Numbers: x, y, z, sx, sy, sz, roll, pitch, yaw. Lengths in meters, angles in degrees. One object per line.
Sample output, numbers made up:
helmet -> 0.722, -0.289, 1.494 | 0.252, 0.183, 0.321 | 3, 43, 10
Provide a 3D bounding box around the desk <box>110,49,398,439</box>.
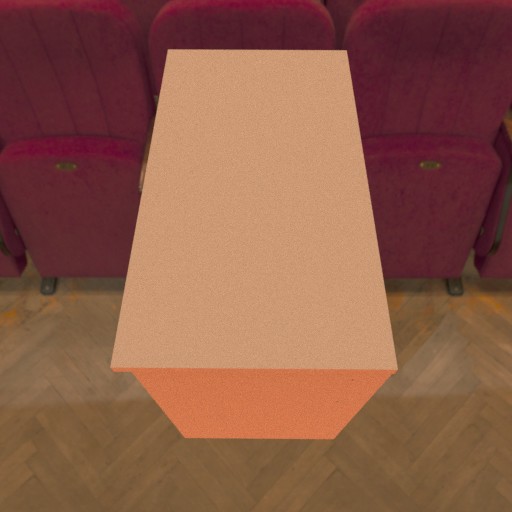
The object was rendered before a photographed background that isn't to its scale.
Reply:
desk -> 0.000, 0.000, 1.311 | 0.498, 0.729, 0.900 | 0, 59, 0
